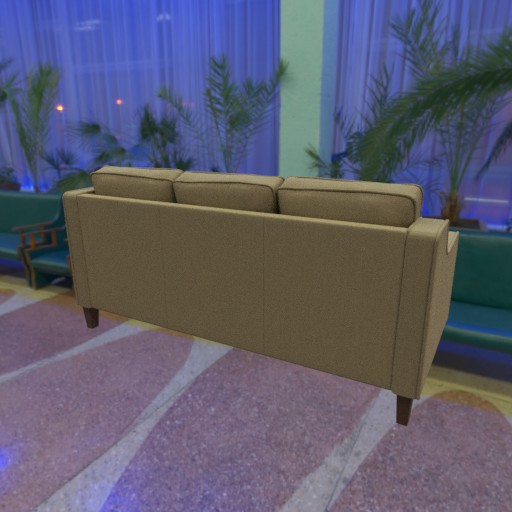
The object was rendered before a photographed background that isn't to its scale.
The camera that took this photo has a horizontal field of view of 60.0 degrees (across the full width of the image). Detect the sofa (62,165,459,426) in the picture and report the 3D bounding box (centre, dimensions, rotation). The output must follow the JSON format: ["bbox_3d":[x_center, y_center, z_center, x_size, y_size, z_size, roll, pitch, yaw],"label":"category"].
[{"bbox_3d":[0.000,0.000,2.489,1.986,0.974,0.911,9,19,28],"label":"sofa"}]
